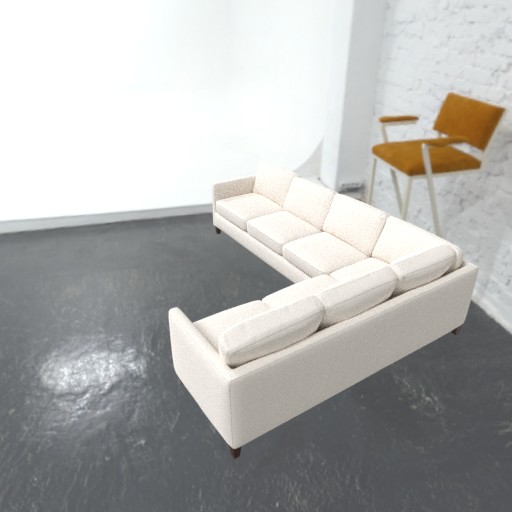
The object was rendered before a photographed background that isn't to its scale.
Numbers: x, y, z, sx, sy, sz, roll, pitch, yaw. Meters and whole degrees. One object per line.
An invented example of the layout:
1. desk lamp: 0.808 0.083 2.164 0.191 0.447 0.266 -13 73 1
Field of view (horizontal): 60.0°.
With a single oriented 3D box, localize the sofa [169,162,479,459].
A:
1. sofa: 0.000 0.000 4.569 2.593 0.947 3.302 -17 33 -29
